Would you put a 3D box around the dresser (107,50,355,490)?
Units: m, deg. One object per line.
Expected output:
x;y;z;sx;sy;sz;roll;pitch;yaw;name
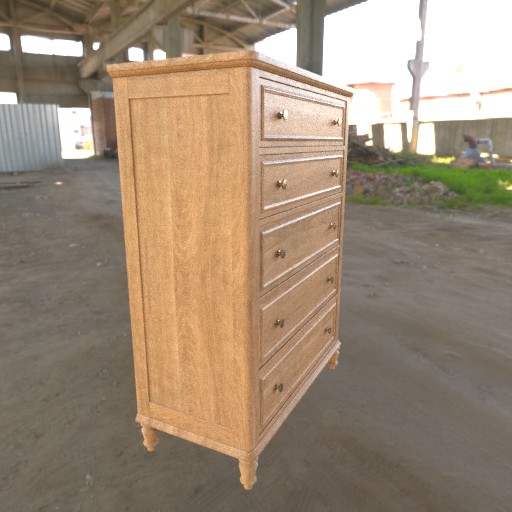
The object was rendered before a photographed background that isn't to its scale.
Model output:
0.000;0.000;1.770;0.484;1.318;0.973;7;16;26;dresser
